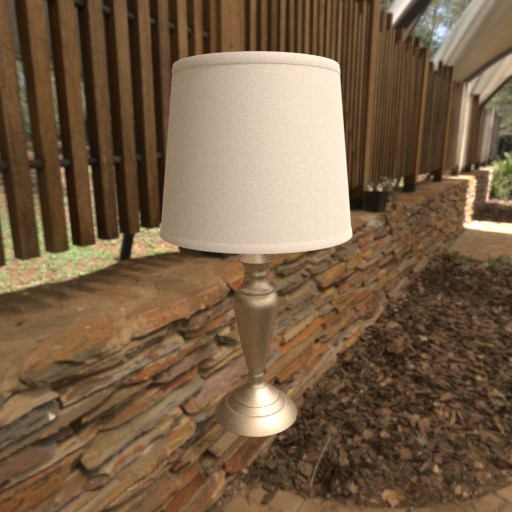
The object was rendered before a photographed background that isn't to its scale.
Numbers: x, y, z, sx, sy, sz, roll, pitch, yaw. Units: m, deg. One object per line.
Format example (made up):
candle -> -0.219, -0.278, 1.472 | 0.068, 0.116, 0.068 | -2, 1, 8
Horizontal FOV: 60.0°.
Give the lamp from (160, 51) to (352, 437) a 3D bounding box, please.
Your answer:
lamp -> 0.000, 0.000, 0.783 | 0.328, 0.619, 0.328 | 0, 14, 0
